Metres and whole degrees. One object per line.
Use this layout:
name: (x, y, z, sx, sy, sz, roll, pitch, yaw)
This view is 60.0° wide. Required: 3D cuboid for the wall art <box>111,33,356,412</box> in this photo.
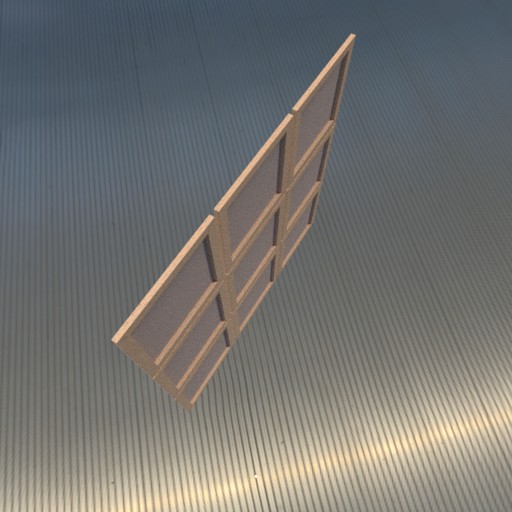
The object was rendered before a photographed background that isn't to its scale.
wall art: (0.000, 0.000, 1.335, 0.012, 0.910, 0.917, 29, 67, 14)
